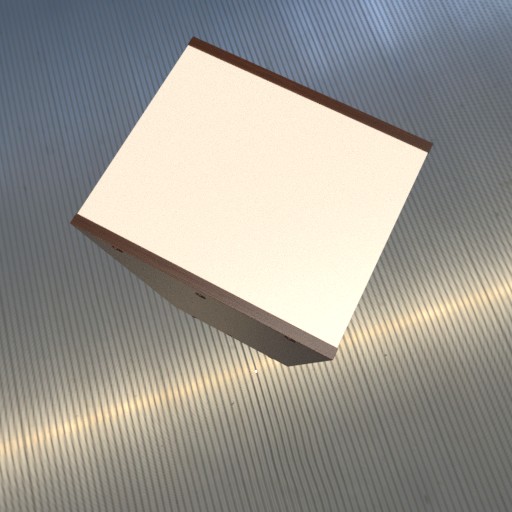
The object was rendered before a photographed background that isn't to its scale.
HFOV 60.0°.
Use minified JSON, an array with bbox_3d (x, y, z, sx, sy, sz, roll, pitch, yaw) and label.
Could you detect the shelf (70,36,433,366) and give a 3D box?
[{"bbox_3d":[0.000,0.000,0.744,0.290,0.600,0.253,27,77,7],"label":"shelf"}]
